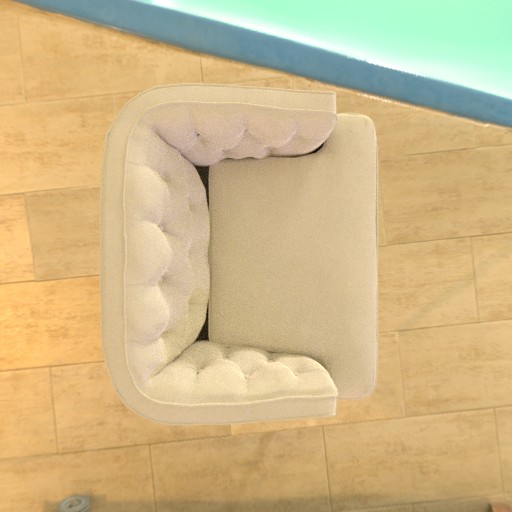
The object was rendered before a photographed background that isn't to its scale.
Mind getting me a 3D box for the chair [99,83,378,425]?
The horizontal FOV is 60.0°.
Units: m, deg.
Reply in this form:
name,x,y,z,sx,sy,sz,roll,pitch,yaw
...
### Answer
name,x,y,z,sx,sy,sz,roll,pitch,yaw
chair,0.000,0.000,1.718,0.941,0.852,1.104,0,90,-1
